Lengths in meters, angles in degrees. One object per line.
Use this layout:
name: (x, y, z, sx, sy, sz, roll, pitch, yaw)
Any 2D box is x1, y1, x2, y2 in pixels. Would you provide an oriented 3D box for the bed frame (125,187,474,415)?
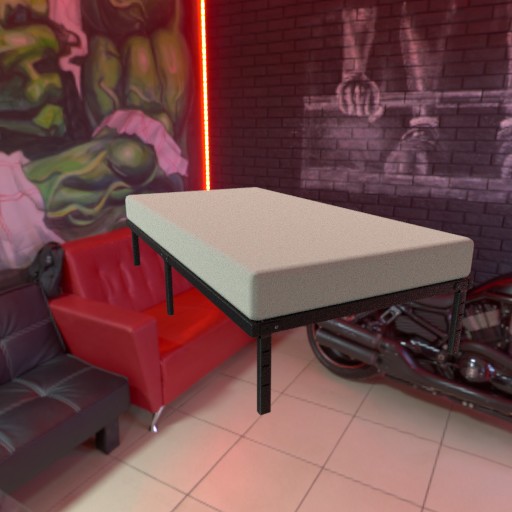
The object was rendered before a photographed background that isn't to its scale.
bed frame: (0.000, 0.000, 3.315, 1.393, 0.680, 2.635, -8, 17, -26)
